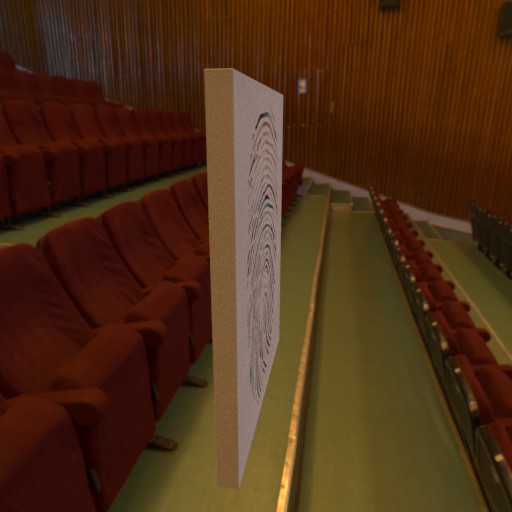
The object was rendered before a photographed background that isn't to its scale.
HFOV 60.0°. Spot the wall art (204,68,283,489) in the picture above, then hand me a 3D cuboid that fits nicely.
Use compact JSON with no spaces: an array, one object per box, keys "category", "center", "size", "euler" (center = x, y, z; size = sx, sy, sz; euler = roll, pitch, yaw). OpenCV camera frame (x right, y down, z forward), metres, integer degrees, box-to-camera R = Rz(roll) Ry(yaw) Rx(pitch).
[{"category":"wall art","center":[0.000,0.000,0.844],"size":[0.037,0.606,0.508],"euler":[3,17,9]}]
